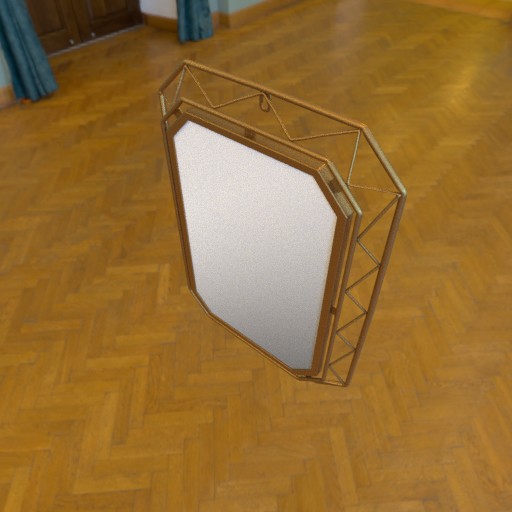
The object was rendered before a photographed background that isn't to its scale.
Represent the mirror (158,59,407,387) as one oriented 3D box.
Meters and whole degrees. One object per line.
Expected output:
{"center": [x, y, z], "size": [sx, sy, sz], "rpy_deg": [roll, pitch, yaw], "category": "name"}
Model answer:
{"center": [0.000, 0.000, 0.731], "size": [0.417, 0.566, 0.042], "rpy_deg": [30, 53, 26], "category": "mirror"}
